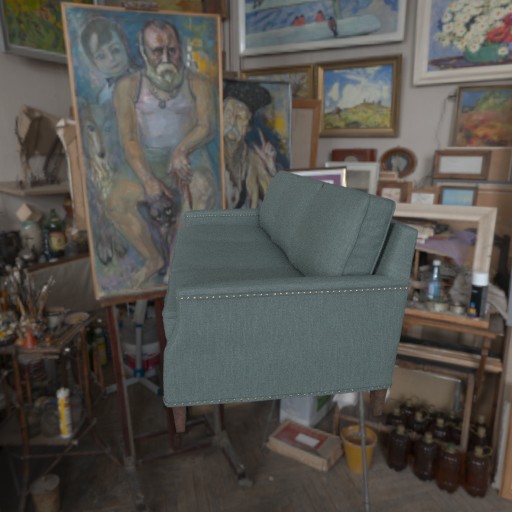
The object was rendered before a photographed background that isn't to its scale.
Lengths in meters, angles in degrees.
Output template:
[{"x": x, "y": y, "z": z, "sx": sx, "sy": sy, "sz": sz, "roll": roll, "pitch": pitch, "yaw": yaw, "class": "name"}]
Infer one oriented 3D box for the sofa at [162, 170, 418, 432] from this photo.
[{"x": 0.000, "y": 0.000, "z": 2.876, "sx": 1.084, "sy": 1.003, "sz": 2.246, "roll": -2, "pitch": 14, "yaw": -8, "class": "sofa"}]
